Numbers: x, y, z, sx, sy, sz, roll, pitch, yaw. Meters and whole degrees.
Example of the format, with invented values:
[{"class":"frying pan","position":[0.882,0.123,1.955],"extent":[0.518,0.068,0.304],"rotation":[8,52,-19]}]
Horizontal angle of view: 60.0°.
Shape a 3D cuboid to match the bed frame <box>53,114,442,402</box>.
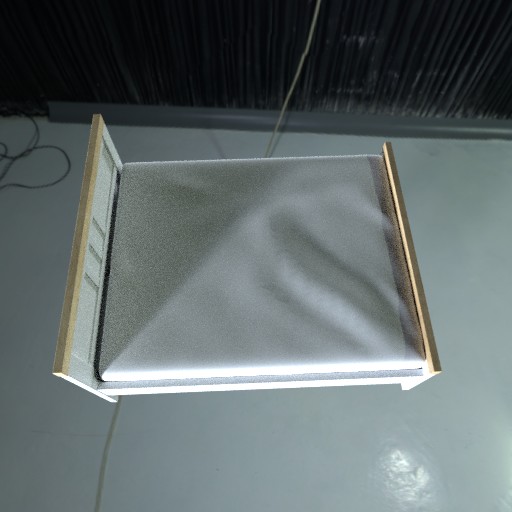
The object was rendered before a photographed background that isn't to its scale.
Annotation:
[{"class":"bed frame","position":[0.000,0.000,2.980],"extent":[2.050,0.980,1.670],"rotation":[-2,64,-1]}]
